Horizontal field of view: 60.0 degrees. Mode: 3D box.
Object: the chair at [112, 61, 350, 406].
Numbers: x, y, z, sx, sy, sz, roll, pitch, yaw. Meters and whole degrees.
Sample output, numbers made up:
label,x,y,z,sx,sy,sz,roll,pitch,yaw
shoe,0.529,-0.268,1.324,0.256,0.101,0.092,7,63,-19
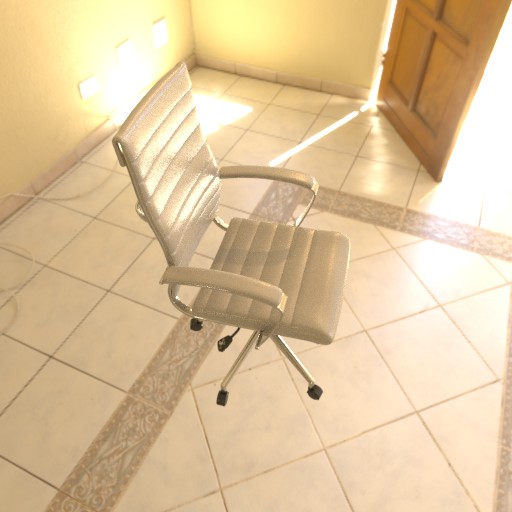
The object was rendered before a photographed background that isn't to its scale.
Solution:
label,x,y,z,sx,sy,sz,roll,pitch,yaw
chair,0.000,0.000,1.593,0.667,1.149,0.679,11,49,10
